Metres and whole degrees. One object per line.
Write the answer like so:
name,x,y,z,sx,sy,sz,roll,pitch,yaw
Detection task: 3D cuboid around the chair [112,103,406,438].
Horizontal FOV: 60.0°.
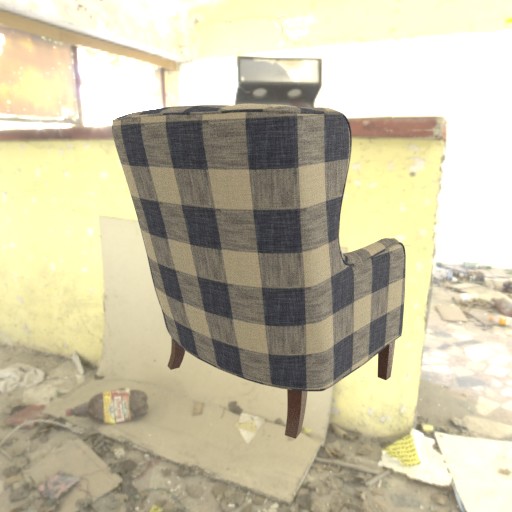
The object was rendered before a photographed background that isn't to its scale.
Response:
chair,0.000,0.000,1.690,0.830,1.041,0.889,13,19,42
